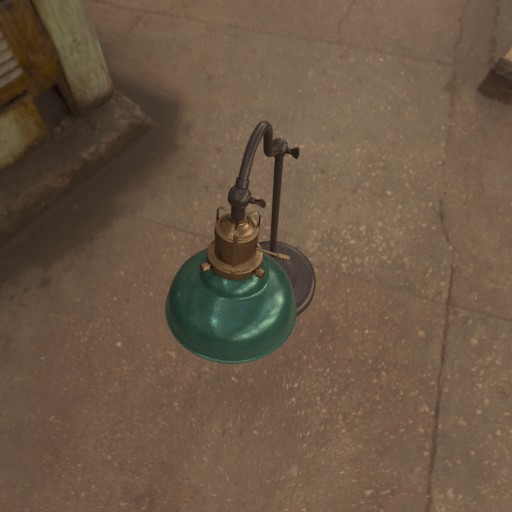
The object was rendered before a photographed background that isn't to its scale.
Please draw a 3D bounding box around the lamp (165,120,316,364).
[{"bbox_3d":[0.000,0.000,0.683,0.192,0.508,0.374,18,61,10],"label":"lamp"}]
